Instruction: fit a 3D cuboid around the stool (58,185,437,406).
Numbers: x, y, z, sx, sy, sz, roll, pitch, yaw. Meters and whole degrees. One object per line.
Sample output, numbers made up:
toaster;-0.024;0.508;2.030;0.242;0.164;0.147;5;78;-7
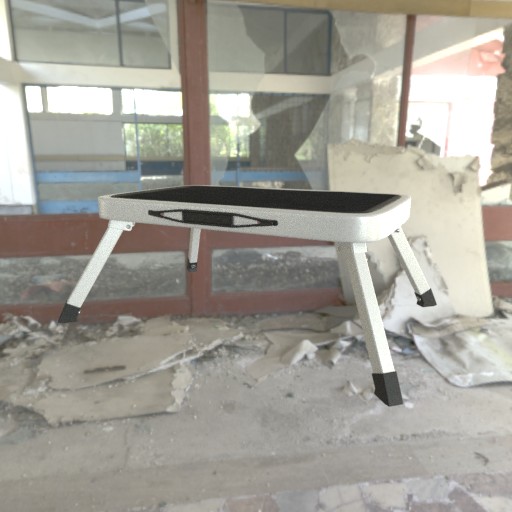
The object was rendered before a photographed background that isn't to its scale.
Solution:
stool;0.000;0.000;0.622;0.460;0.170;0.320;7;15;26
